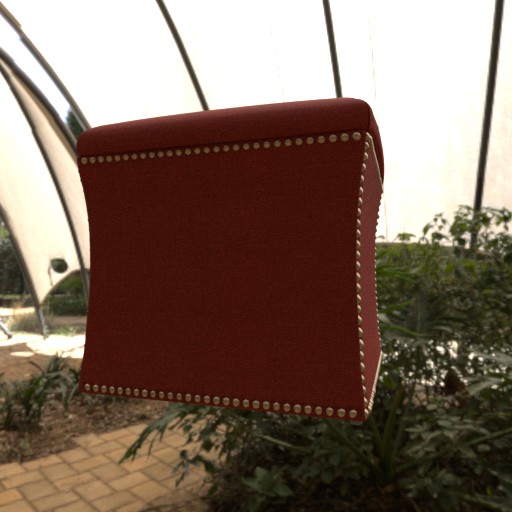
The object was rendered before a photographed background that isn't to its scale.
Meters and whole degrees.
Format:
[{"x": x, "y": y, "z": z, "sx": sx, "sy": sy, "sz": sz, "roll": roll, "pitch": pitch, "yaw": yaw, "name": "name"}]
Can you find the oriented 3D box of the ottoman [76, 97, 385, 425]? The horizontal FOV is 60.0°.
[{"x": 0.000, "y": 0.000, "z": 0.889, "sx": 0.497, "sy": 0.475, "sz": 0.507, "roll": -1, "pitch": -2, "yaw": 18, "name": "ottoman"}]
